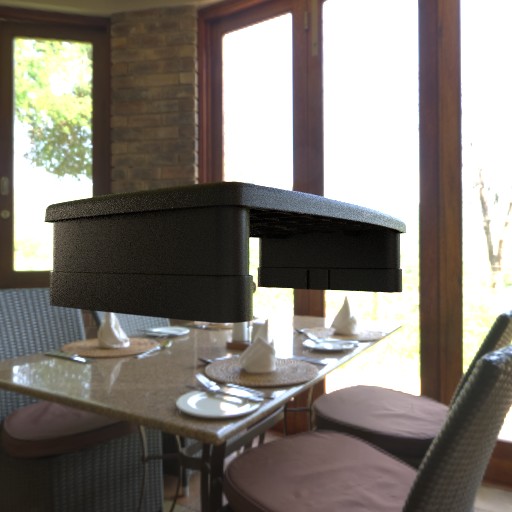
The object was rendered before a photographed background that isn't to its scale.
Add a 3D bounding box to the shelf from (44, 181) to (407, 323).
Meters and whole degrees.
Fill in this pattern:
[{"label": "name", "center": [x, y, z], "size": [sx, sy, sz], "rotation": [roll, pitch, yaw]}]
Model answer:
[{"label": "shelf", "center": [0.000, 0.000, 0.527], "size": [0.280, 0.100, 0.410], "rotation": [0, -1, 35]}]
